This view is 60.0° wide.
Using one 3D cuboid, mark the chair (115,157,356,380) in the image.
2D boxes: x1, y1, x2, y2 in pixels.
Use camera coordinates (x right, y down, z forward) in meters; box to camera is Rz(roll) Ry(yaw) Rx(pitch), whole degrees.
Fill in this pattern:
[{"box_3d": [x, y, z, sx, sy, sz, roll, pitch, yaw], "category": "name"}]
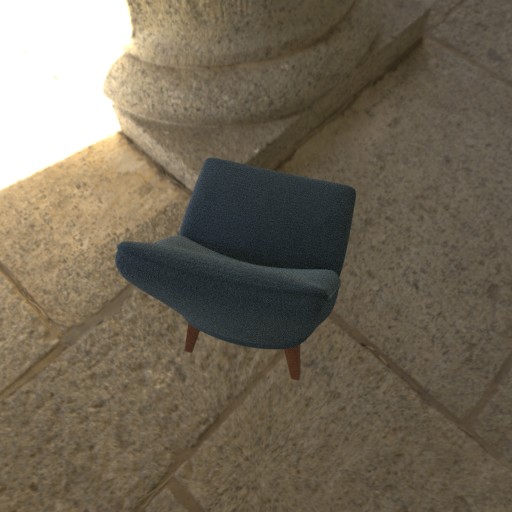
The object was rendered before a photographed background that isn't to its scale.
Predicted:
[{"box_3d": [0.000, 0.000, 1.261, 0.500, 0.930, 0.620, 13, 65, 6], "category": "chair"}]
